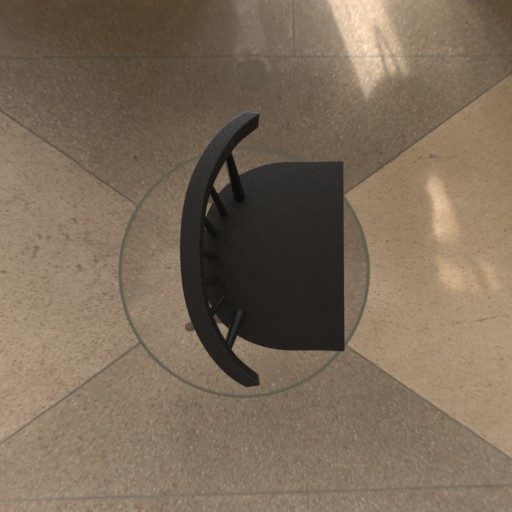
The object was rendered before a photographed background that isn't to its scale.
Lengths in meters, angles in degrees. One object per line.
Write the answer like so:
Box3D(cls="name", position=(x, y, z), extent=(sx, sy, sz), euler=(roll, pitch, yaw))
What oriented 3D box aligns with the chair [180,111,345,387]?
Box3D(cls="chair", position=(0.000, 0.000, 1.162), extent=(0.483, 0.844, 0.506), euler=(0, 88, -1))
